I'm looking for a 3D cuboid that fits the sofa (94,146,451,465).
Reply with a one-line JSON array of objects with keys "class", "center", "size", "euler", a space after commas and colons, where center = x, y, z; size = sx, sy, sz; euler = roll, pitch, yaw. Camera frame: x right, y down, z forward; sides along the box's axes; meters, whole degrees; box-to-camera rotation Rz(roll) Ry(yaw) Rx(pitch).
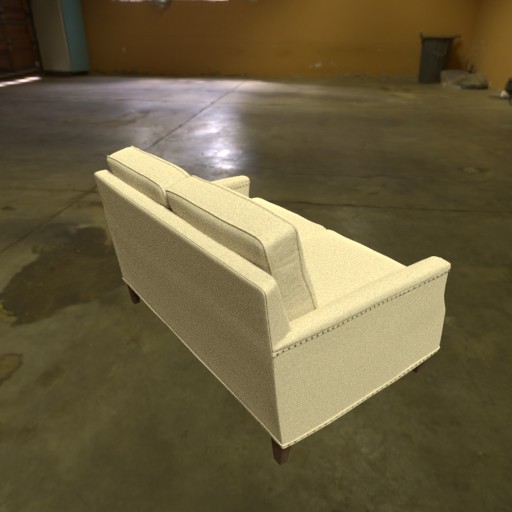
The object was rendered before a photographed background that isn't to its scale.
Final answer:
[{"class": "sofa", "center": [0.000, 0.000, 2.280], "size": [1.084, 1.003, 1.597], "euler": [-19, 33, -32]}]
